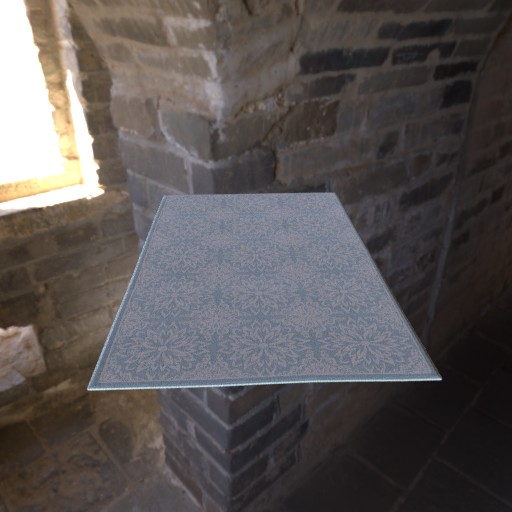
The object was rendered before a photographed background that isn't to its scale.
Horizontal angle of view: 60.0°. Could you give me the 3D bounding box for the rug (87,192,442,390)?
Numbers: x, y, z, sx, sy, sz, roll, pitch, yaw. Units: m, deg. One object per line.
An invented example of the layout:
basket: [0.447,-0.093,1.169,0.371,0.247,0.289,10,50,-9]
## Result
rug: [0.000,0.000,3.466,1.819,0.018,2.746,-1,28,-2]
